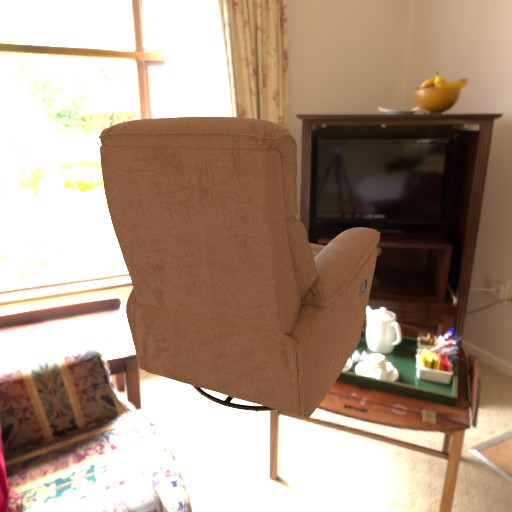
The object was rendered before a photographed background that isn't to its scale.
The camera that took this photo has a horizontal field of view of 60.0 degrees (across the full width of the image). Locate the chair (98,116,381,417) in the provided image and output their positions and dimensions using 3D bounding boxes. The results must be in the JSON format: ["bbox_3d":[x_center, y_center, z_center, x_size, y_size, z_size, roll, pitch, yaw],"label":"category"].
[{"bbox_3d":[0.000,0.000,1.745,0.820,1.037,1.004,8,18,25],"label":"chair"}]
